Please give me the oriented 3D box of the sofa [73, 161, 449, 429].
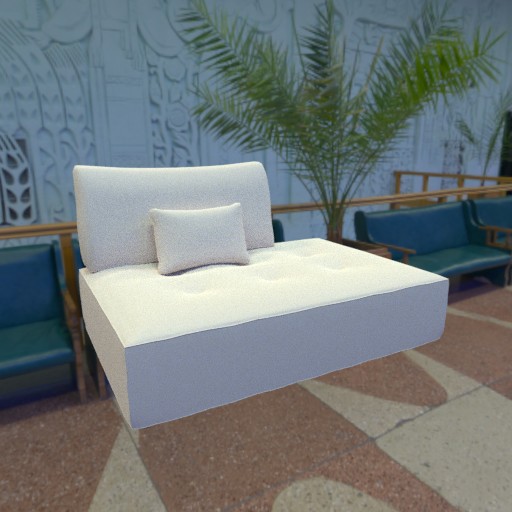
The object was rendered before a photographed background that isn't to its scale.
[{"bbox_3d":[0.000,0.000,2.062,1.450,0.820,1.000,-8,16,-28],"label":"sofa"}]
